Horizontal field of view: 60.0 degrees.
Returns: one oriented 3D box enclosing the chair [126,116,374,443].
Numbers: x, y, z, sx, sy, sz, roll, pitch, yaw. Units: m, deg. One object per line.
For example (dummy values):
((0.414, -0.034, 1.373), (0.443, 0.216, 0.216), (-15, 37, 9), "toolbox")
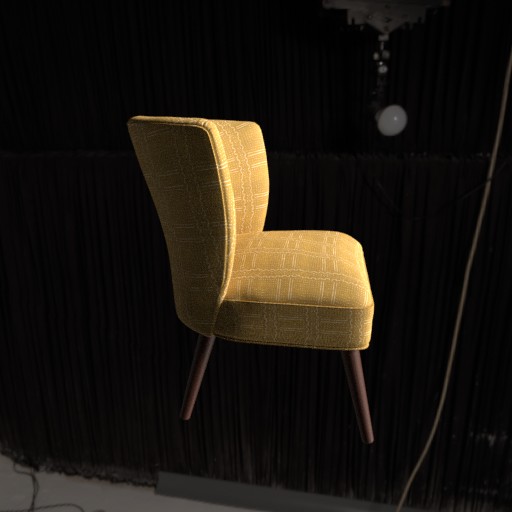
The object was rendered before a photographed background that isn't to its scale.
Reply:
((0.000, 0.000, 1.444), (0.758, 0.866, 0.706), (3, 17, 9), "chair")
